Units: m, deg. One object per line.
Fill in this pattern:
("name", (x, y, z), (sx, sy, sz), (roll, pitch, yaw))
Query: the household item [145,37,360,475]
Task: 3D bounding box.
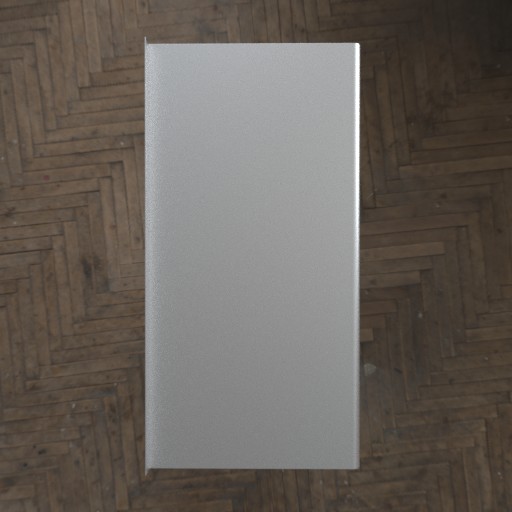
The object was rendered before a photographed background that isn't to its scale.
("household item", (0.000, 0.000, 1.654), (0.610, 0.851, 1.219), (0, 90, 1))
